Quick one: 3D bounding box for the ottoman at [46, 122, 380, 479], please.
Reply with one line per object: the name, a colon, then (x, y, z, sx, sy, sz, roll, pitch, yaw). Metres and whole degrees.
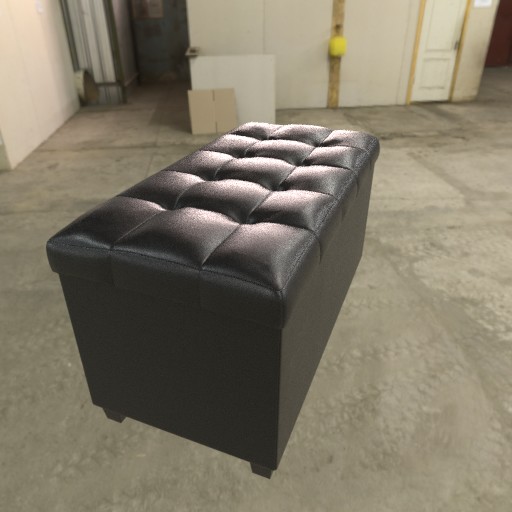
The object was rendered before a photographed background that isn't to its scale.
ottoman: (0.000, 0.000, 1.083, 0.432, 0.470, 0.838, 12, 32, 19)
